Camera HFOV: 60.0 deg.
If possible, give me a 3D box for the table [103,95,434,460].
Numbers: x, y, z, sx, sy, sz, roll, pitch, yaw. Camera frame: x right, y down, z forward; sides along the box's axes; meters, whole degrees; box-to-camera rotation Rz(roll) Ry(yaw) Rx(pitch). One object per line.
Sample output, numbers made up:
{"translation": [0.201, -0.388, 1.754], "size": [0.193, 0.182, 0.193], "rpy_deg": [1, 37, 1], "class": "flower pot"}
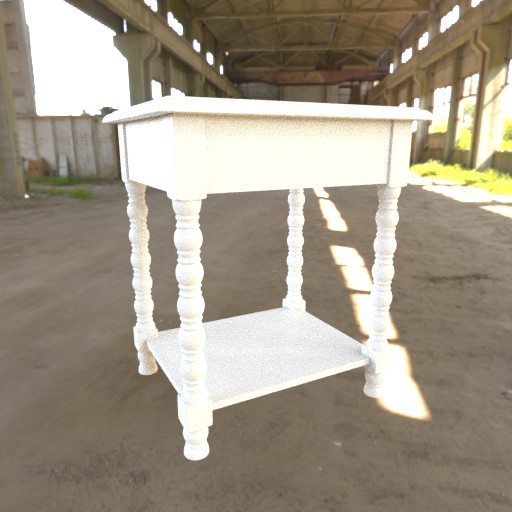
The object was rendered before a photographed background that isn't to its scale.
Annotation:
{"translation": [0.000, 0.000, 0.847], "size": [0.460, 0.531, 0.381], "rpy_deg": [-8, 16, -27], "class": "table"}
